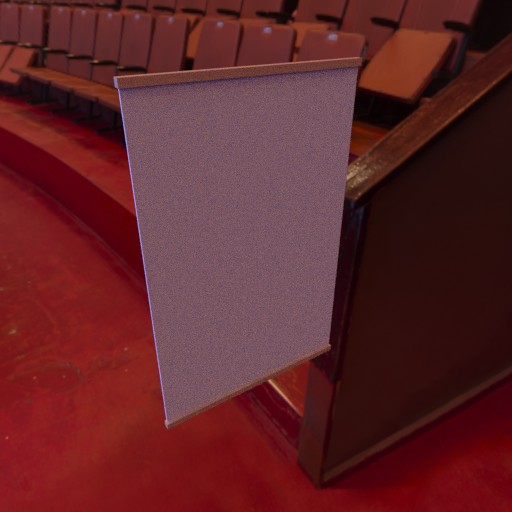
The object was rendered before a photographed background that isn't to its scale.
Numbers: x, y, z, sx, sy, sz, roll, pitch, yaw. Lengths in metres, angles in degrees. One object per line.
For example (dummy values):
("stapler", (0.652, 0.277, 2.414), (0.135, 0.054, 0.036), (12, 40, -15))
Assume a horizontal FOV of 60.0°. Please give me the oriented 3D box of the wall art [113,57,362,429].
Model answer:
("wall art", (0.000, 0.000, 1.915), (0.990, 1.519, 0.030), (-18, 34, -28))
